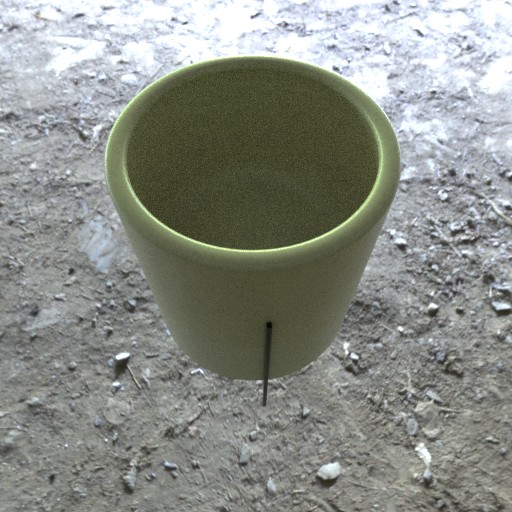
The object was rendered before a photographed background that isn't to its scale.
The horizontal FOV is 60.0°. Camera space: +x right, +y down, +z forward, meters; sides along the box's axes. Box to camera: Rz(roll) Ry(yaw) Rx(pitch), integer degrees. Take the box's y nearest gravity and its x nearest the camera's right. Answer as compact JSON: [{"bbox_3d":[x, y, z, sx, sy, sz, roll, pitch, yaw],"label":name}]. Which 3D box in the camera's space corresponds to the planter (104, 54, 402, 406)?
[{"bbox_3d":[0.000,0.000,0.690,0.333,0.483,0.324,-32,63,-18],"label":"planter"}]
